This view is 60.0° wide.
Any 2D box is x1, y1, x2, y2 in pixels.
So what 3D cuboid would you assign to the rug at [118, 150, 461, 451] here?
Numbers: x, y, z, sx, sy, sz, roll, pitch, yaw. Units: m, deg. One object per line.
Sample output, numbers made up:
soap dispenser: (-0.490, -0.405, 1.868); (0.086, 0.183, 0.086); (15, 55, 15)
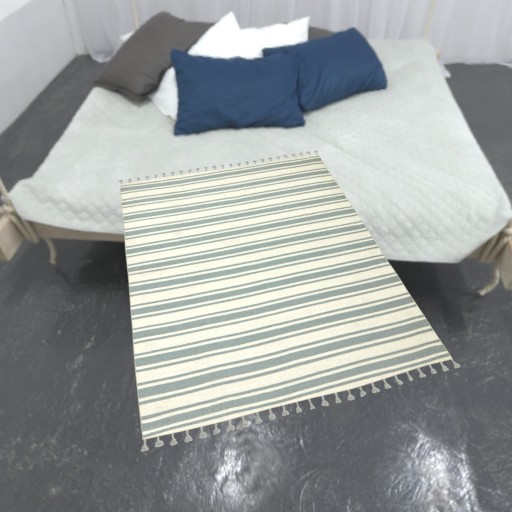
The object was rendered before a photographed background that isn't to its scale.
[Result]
rug: (0.000, 0.000, 4.258); (2.439, 0.005, 3.201); (-11, 47, -10)
